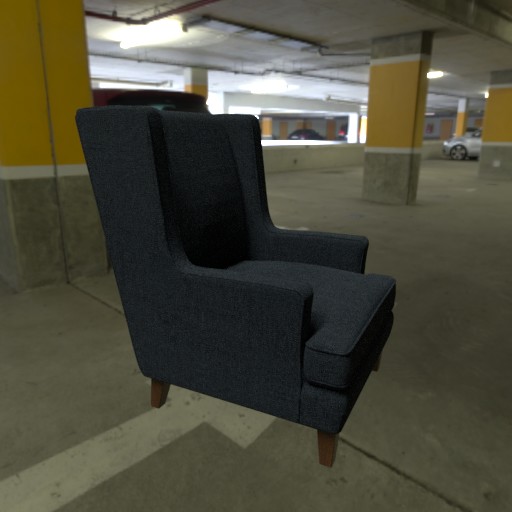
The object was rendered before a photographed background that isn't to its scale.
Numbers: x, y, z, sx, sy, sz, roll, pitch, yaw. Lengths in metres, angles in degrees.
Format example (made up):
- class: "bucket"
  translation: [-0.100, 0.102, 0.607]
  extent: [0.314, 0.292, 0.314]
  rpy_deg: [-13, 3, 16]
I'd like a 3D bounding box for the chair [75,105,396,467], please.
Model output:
- class: "chair"
  translation: [0.000, 0.000, 1.693]
  extent: [0.947, 1.072, 0.764]
  rpy_deg: [8, 17, 26]
